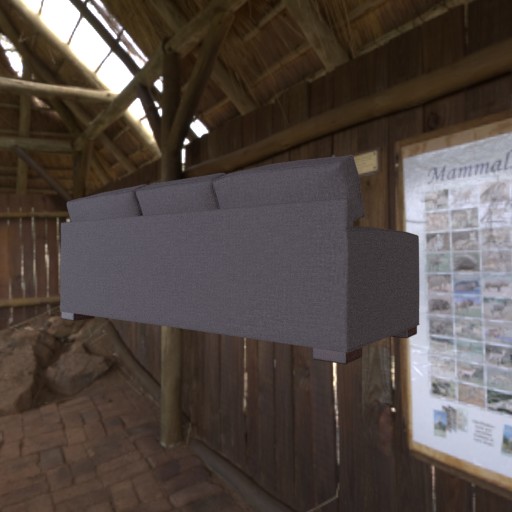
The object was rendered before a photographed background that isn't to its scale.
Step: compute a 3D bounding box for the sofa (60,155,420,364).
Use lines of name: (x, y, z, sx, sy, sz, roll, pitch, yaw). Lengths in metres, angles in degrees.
sofa: (0.000, 0.000, 3.334, 2.370, 0.973, 1.790, 0, 0, 37)
